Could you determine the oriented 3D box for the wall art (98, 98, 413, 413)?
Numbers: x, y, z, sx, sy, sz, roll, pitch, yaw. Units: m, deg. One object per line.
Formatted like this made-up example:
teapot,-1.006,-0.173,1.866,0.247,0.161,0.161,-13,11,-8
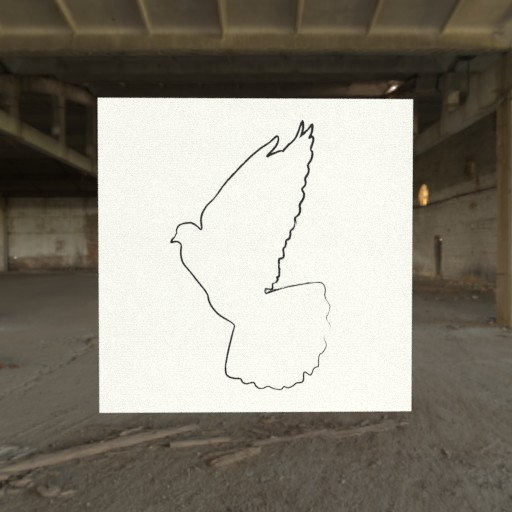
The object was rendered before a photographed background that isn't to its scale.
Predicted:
wall art,0.000,0.000,0.880,0.610,0.610,0.038,0,1,-1
